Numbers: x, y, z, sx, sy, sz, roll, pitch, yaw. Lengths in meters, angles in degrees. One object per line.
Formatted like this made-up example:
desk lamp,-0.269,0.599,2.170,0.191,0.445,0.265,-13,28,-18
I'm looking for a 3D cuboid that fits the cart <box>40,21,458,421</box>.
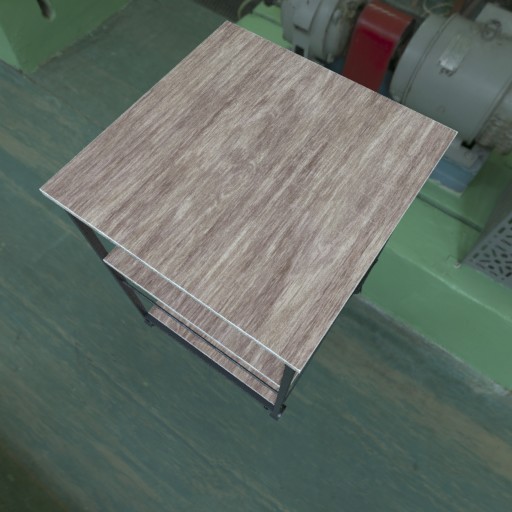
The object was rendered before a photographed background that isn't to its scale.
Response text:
cart,0.000,0.000,1.110,0.520,0.762,0.521,33,68,15
